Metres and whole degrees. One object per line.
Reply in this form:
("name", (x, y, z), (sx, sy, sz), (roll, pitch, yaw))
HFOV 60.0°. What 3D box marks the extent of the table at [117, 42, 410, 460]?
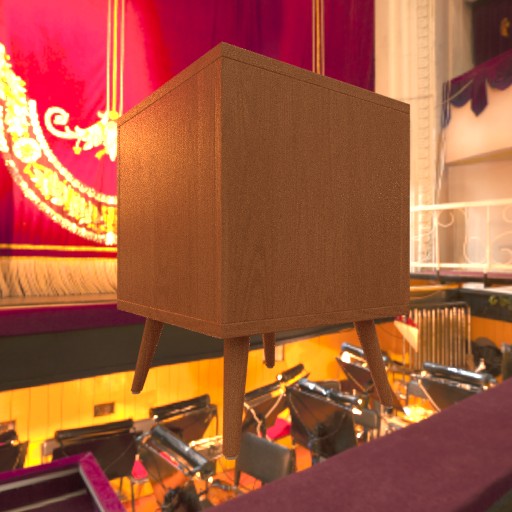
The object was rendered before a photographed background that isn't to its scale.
("table", (0.000, 0.000, 0.846), (0.400, 0.550, 0.400), (0, 0, -36))
